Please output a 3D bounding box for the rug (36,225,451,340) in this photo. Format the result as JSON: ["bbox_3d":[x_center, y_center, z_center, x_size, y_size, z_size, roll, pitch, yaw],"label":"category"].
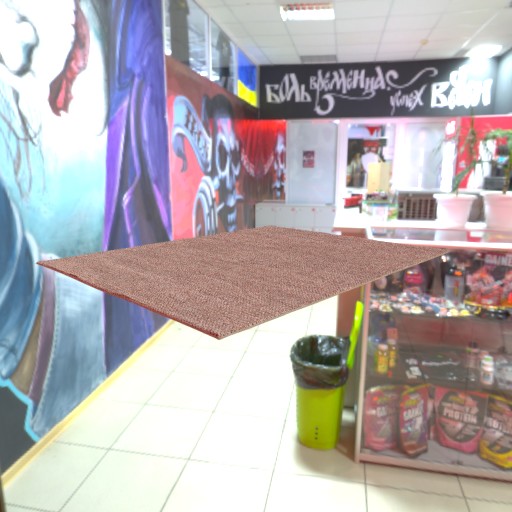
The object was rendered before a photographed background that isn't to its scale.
[{"bbox_3d":[0.000,0.000,4.134,2.429,0.030,3.052,12,17,43],"label":"rug"}]
